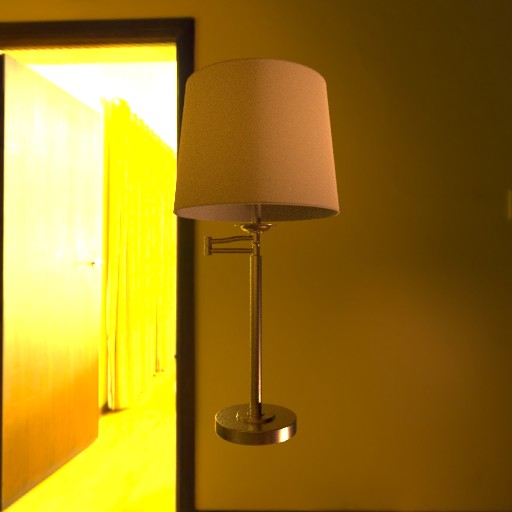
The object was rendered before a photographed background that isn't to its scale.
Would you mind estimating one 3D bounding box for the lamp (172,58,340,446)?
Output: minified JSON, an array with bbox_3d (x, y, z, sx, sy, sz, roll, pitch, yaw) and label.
[{"bbox_3d":[0.000,0.000,0.895,0.333,0.696,0.333,0,-1,0],"label":"lamp"}]
